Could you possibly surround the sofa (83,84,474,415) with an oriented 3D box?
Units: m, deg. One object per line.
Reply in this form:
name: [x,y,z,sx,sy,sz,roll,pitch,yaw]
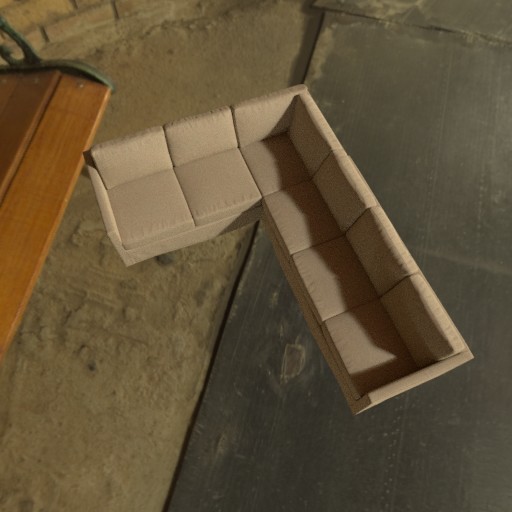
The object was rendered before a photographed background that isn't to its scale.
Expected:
sofa: [0.000,0.000,4.140,2.432,0.871,3.182,-20,66,-9]
